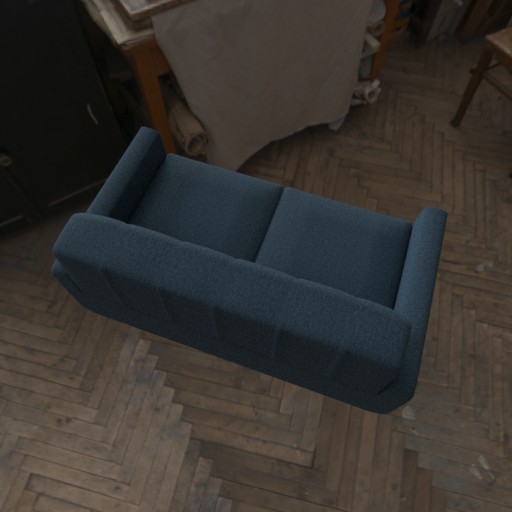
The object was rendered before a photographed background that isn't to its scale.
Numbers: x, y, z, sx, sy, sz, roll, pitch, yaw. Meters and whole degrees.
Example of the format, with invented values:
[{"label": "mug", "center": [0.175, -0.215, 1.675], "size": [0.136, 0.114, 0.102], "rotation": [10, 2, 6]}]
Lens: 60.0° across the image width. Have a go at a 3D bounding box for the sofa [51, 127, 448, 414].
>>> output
[{"label": "sofa", "center": [0.000, 0.000, 2.193], "size": [1.651, 0.896, 0.942], "rotation": [18, 64, 9]}]
